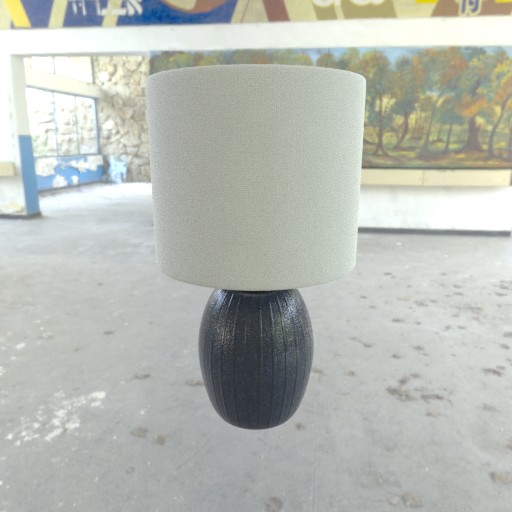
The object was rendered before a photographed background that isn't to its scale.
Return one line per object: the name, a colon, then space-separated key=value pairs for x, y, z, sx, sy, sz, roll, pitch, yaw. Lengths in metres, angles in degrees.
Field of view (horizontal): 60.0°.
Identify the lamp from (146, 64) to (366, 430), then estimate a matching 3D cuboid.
lamp: x=0.000 y=0.000 z=0.746 sx=0.329 sy=0.570 sz=0.329 roll=2 pitch=15 yaw=9
